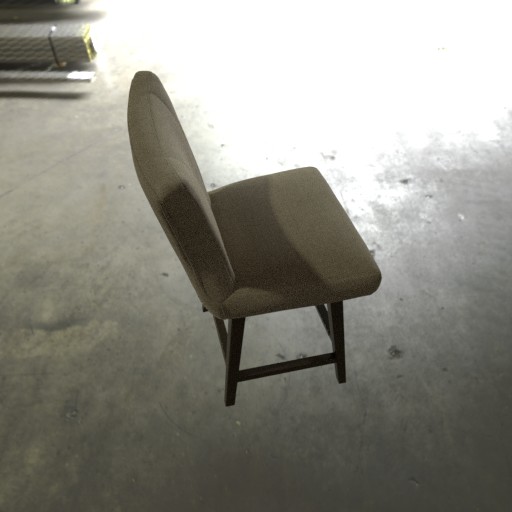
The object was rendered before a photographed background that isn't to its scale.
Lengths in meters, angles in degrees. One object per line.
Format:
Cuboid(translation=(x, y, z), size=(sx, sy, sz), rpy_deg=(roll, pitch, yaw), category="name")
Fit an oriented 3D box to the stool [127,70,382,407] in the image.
Cuboid(translation=(0.000, 0.000, 1.355), size=(0.574, 1.000, 0.514), rpy_deg=(-12, 48, -10), category="stool")
